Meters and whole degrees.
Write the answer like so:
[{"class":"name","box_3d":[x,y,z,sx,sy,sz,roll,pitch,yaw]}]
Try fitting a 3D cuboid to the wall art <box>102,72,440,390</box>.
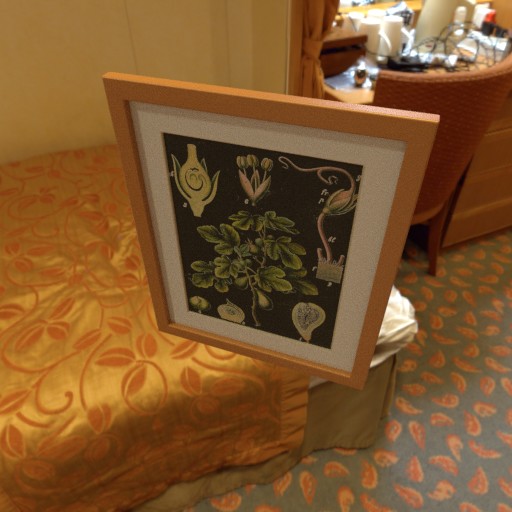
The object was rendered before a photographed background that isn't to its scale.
[{"class":"wall art","box_3d":[0.000,0.000,0.515,0.310,0.379,0.015,13,43,15]}]
